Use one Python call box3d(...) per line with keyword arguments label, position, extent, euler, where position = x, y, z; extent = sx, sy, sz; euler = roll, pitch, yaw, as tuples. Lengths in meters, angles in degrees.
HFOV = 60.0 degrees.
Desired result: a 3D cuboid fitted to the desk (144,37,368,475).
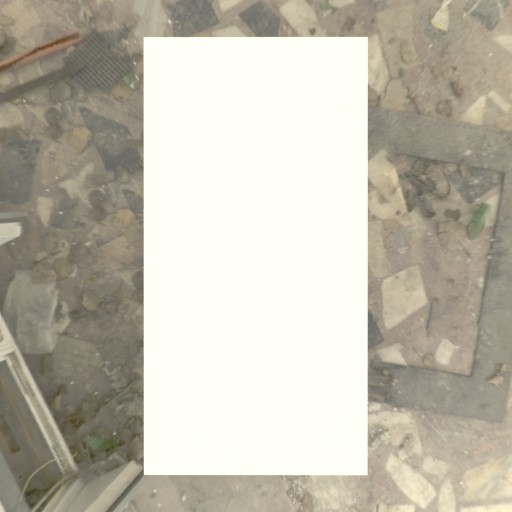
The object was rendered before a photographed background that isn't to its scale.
box3d(label="desk", position=(0.000, 0.000, 1.477), extent=(0.560, 0.735, 1.097), euler=(0, 90, 0))
